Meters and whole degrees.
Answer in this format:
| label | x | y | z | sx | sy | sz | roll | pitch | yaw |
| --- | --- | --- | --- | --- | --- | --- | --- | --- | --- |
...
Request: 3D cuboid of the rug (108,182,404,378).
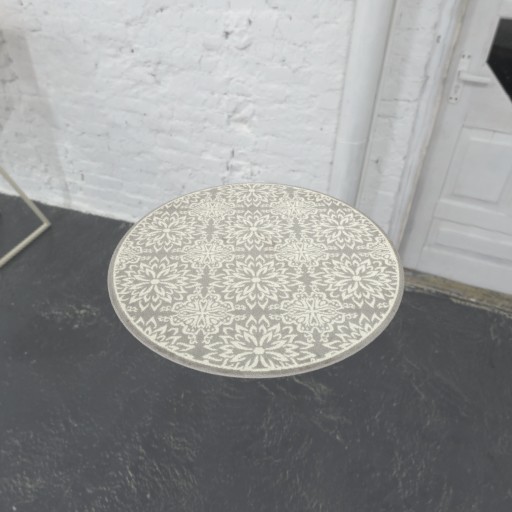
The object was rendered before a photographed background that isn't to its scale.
| label | x | y | z | sx | sy | sz | roll | pitch | yaw |
| --- | --- | --- | --- | --- | --- | --- | --- | --- | --- |
| rug | 0.000 | 0.000 | 2.456 | 1.593 | 0.012 | 1.593 | 0 | 40 | 0 |
